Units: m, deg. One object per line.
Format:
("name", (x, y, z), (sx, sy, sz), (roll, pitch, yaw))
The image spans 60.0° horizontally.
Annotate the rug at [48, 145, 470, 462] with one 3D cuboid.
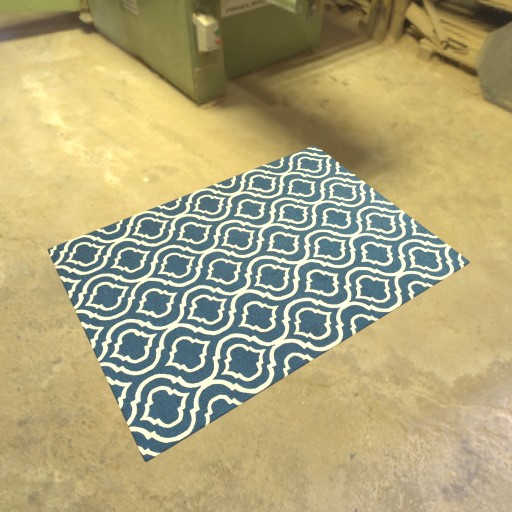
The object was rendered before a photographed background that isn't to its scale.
("rug", (0.000, 0.000, 2.741), (2.134, 0.010, 1.524), (-25, 52, -22))
